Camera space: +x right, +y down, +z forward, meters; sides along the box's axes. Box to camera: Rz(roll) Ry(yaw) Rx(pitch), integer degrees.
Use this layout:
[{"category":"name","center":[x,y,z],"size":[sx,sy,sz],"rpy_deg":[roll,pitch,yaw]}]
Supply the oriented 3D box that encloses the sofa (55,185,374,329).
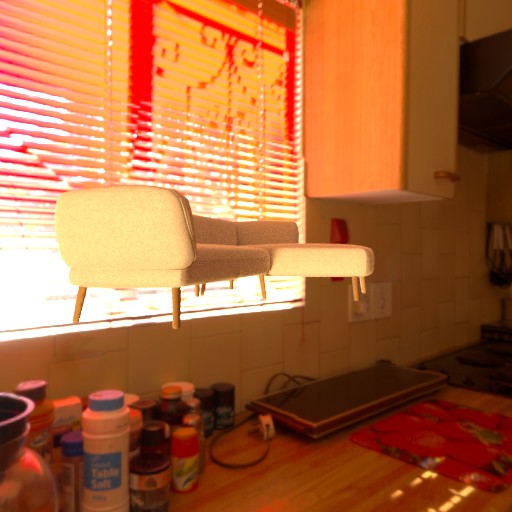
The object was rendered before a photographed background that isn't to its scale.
[{"category":"sofa","center":[0.000,0.000,3.349],"size":[1.610,0.730,2.660],"rpy_deg":[0,0,18]}]
